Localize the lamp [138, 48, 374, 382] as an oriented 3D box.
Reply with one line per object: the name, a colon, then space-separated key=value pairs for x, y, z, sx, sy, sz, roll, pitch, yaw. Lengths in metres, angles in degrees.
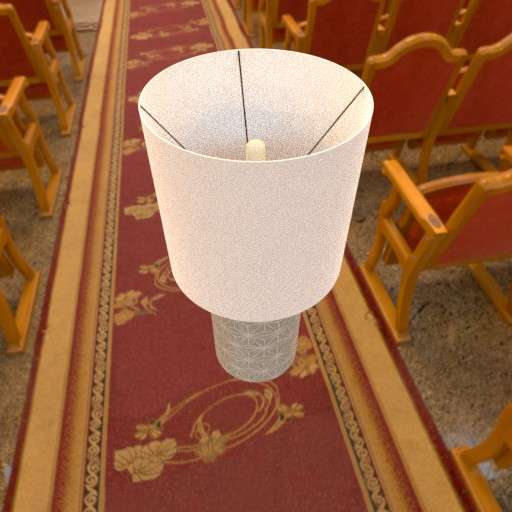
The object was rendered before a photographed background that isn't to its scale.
lamp: x=0.000 y=0.000 z=0.545 sx=0.206 sy=0.416 sz=0.206 roll=-7 pitch=47 yaw=-7
